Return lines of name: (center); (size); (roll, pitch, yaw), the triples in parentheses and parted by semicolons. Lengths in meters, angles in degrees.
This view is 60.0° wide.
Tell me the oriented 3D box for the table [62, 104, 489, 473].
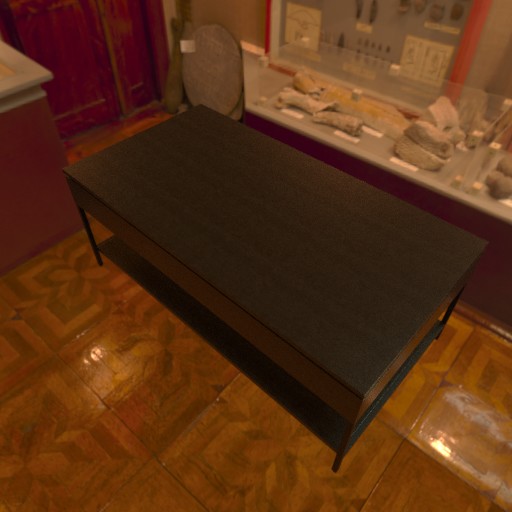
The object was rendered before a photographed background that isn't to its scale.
table: (0.000, 0.000, 1.401); (1.095, 0.435, 0.574); (34, 54, 28)
